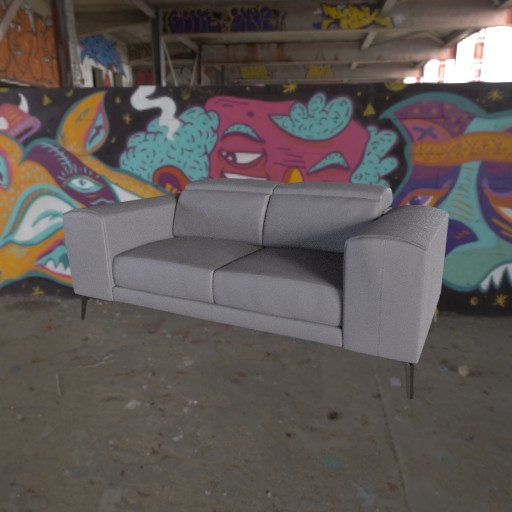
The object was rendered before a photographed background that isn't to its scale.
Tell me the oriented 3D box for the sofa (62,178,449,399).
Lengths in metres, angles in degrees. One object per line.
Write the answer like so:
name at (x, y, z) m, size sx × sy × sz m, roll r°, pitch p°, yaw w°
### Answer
sofa at (0.000, 0.000, 2.458) m, size 1.895 × 0.779 × 1.003 m, roll 7°, pitch 16°, yaw 26°
